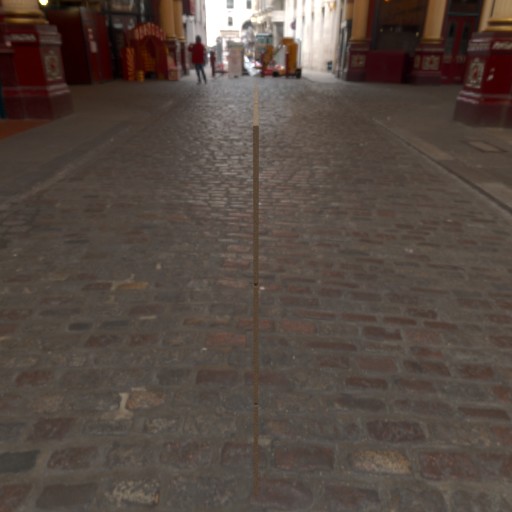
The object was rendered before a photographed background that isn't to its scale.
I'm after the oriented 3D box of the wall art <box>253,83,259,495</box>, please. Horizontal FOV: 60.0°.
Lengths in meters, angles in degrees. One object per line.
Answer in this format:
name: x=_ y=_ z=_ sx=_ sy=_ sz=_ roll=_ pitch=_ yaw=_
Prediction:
wall art: x=0.000 y=0.000 z=2.239 sx=0.017 sy=1.521 sz=1.527 roll=0 pitch=25 yaw=0
